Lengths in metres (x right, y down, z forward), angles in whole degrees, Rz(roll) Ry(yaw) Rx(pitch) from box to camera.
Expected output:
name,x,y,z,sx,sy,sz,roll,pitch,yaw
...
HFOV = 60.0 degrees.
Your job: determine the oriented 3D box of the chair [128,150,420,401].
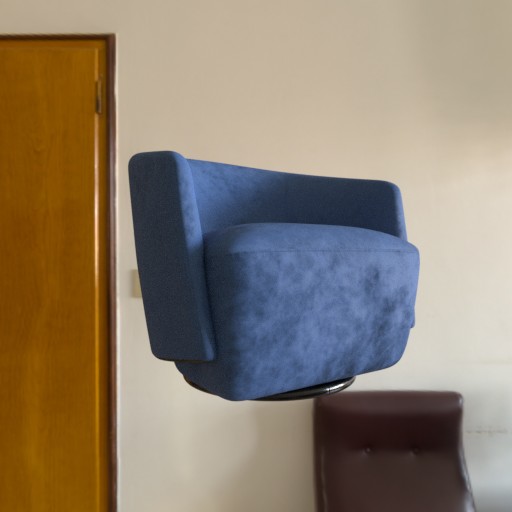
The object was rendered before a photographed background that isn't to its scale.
name,x,y,z,sx,sy,sz,roll,pitch,yaw
chair,0.000,0.000,1.367,0.773,0.698,0.767,0,1,-35
